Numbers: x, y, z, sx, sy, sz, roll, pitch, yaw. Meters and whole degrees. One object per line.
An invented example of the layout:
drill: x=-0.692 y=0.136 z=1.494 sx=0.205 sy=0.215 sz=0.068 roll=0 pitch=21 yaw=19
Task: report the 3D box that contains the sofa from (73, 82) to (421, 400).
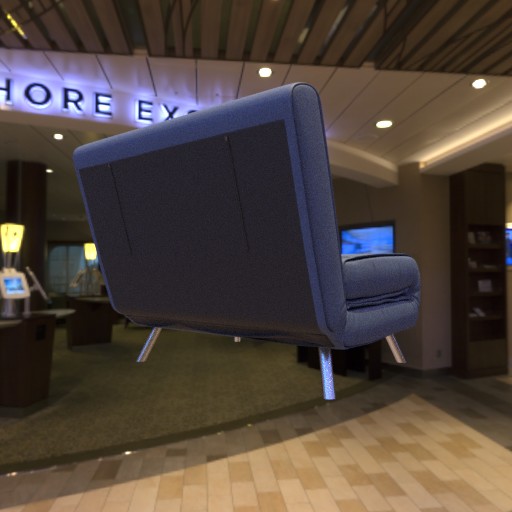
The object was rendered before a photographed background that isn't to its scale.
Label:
sofa: x=0.000 y=0.000 z=1.743 sx=0.999 sy=0.860 sz=0.996 roll=-1 pitch=-2 yaw=37
